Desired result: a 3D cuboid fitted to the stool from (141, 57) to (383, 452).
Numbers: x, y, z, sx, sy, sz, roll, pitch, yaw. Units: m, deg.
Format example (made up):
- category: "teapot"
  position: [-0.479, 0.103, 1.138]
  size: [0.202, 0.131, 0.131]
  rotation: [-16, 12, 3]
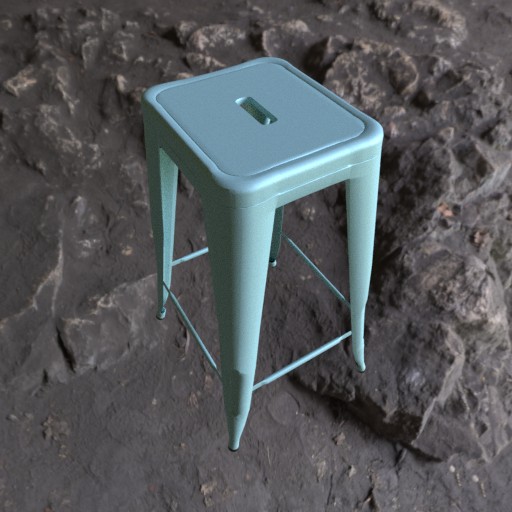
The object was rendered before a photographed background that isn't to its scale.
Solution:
- category: "stool"
  position: [0.000, 0.000, 0.844]
  size: [0.359, 0.609, 0.399]
  rotation: [-24, 52, -21]
